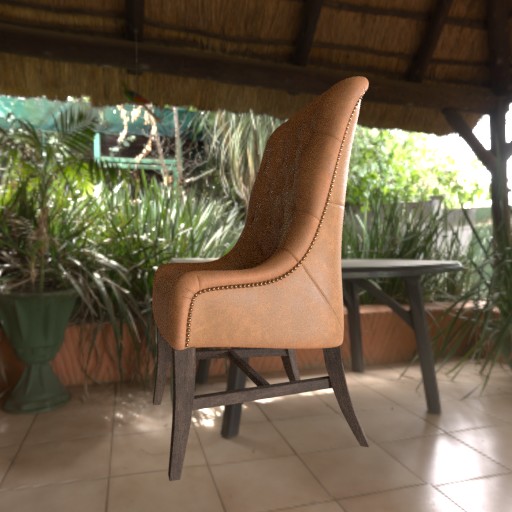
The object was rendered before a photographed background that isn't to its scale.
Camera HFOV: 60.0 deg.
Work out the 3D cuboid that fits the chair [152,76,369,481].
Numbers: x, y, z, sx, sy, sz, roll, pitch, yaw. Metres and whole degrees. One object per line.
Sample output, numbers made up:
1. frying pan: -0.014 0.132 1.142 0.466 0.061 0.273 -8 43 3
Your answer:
1. chair: 0.000 0.000 1.441 0.629 1.091 0.634 0 1 -17
